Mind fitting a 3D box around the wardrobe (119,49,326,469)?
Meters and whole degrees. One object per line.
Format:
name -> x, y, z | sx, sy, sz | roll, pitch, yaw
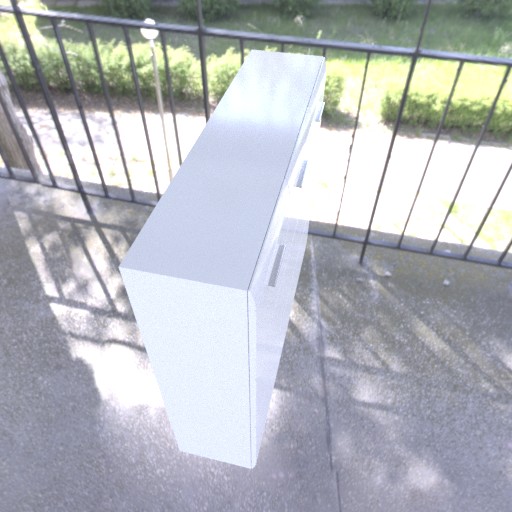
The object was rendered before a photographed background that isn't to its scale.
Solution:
wardrobe -> 0.000, 0.000, 1.921 | 0.360, 1.200, 1.340 | 10, 47, 9
